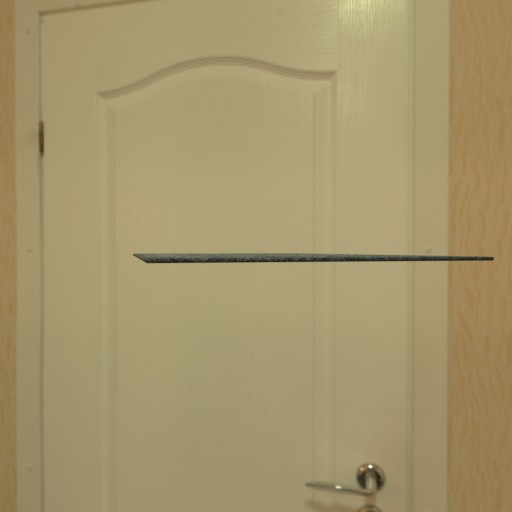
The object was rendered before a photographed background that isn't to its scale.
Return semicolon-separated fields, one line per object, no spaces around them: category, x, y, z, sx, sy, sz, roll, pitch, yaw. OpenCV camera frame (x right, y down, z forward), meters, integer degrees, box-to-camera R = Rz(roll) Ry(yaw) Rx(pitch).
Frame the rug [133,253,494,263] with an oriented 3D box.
rug;0.000;0.000;2.837;1.478;0.017;2.330;0;1;-17
